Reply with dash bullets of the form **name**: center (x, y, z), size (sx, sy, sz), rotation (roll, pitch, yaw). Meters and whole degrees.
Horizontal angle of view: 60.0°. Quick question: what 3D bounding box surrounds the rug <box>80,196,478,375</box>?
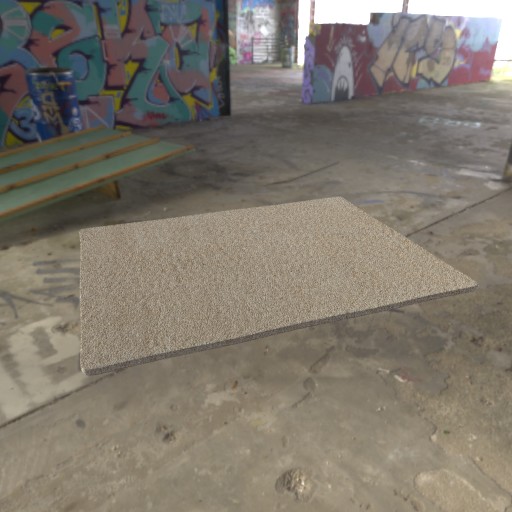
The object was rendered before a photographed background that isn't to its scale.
- **rug**: center (0.000, 0.000, 2.140), size (1.600, 0.027, 1.200), rotation (-9, 28, -17)
